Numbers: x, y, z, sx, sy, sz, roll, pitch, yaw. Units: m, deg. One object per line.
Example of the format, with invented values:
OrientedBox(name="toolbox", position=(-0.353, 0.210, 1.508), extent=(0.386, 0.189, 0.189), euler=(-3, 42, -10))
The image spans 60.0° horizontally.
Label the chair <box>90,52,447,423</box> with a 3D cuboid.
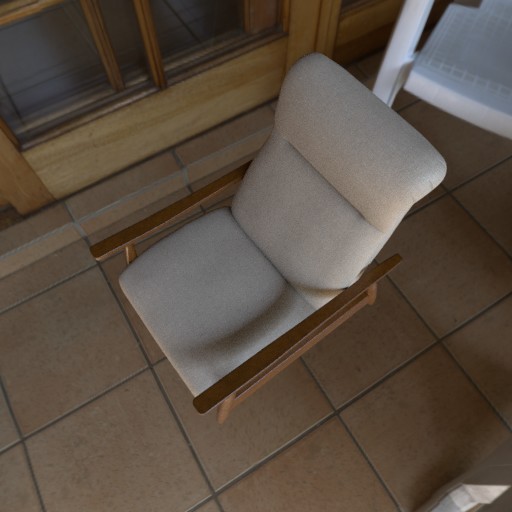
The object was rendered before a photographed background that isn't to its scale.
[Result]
OrientedBox(name="chair", position=(0.000, 0.000, 1.766), extent=(1.030, 1.082, 0.762), euler=(-35, 69, -15))
